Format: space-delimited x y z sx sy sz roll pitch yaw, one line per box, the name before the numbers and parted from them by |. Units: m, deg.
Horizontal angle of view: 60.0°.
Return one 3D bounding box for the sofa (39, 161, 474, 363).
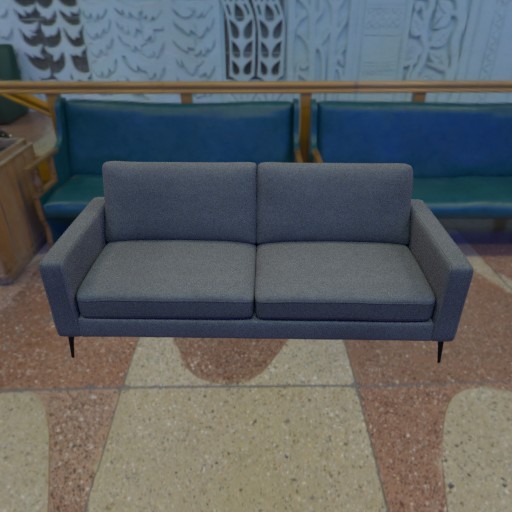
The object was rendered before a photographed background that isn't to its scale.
sofa | 0.000 0.000 2.344 1.925 0.828 0.774 1 31 1
